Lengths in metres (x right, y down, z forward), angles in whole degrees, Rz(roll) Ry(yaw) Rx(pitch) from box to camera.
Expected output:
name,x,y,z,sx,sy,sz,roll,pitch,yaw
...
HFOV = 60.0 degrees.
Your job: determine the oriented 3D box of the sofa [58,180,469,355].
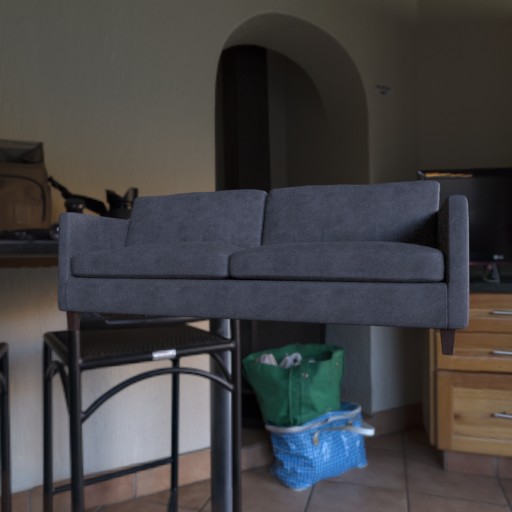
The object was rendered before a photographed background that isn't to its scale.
name,x,y,z,sx,sy,sz,roll,pitch,yaw
sofa,0.000,0.000,2.891,2.434,0.965,0.951,0,-1,19
